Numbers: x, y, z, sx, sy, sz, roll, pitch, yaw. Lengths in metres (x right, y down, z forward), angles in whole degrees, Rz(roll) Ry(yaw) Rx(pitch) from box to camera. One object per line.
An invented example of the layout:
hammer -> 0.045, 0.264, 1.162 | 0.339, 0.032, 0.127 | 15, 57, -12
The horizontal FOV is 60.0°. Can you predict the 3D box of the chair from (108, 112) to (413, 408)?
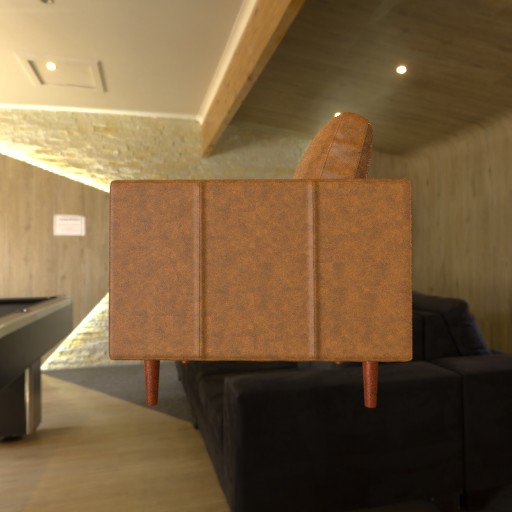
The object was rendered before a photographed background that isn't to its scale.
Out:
chair -> 0.000, 0.000, 1.710 | 0.909, 0.956, 0.890 | 0, -1, 1
